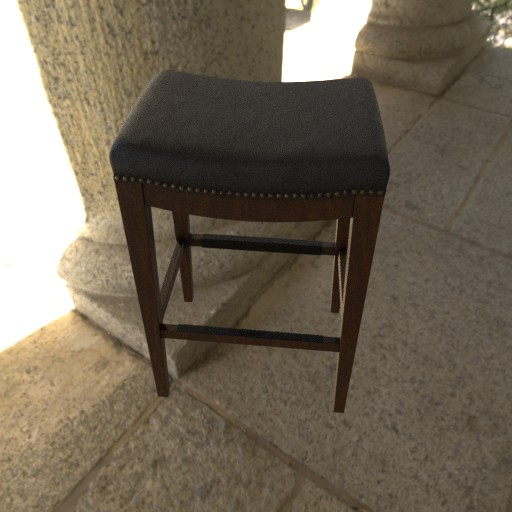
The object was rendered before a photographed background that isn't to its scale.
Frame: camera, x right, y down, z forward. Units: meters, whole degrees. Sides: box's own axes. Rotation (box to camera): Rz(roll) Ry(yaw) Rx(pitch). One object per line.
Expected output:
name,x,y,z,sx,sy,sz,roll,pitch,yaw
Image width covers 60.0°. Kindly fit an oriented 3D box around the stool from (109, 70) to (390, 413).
stool,0.000,0.000,1.051,0.500,0.765,0.361,4,44,4
